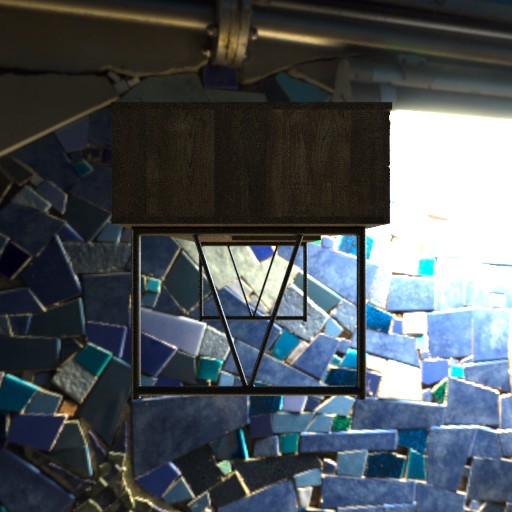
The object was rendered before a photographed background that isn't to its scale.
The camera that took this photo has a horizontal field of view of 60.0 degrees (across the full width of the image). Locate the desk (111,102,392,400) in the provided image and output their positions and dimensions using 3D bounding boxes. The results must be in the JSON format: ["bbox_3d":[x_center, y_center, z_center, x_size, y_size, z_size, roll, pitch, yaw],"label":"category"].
[{"bbox_3d":[0.000,0.000,1.919,0.730,0.780,1.600,0,0,0],"label":"desk"}]
